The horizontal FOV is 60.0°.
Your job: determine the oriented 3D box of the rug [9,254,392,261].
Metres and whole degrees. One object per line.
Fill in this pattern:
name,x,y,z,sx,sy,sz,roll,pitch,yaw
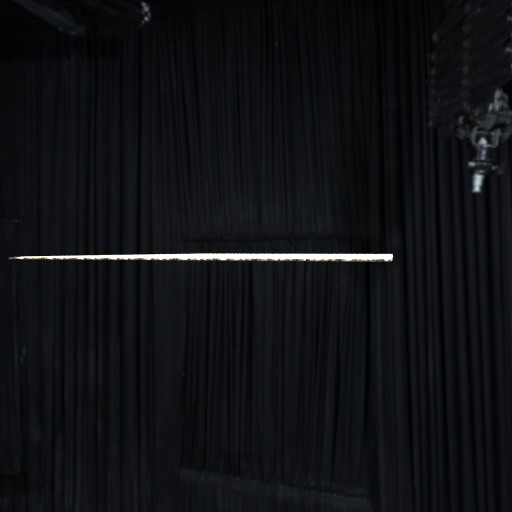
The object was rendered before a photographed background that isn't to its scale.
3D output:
rug,0.000,0.000,2.175,1.278,0.009,1.726,0,1,17
